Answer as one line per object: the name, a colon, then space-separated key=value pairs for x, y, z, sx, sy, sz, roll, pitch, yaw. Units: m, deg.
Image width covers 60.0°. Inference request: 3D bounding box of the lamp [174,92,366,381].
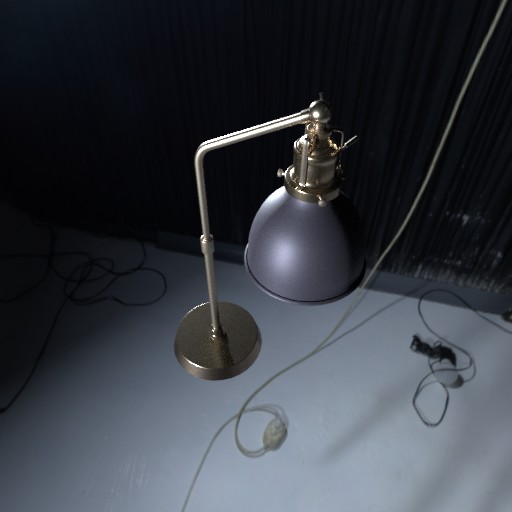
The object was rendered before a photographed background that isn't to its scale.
lamp: x=0.000 y=0.000 z=0.602 sx=0.291 sy=0.456 sz=0.160 roll=10 pitch=46 yaw=9
